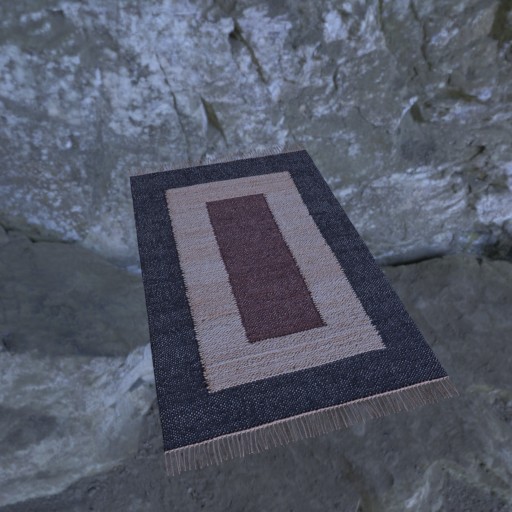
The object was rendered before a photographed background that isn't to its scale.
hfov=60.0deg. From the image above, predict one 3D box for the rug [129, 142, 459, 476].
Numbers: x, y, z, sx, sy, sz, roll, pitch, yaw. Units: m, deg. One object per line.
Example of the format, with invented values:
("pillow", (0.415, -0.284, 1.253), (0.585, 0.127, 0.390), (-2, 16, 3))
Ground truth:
("rug", (0.000, 0.000, 2.406), (1.224, 0.027, 2.021), (-11, 47, -10))
